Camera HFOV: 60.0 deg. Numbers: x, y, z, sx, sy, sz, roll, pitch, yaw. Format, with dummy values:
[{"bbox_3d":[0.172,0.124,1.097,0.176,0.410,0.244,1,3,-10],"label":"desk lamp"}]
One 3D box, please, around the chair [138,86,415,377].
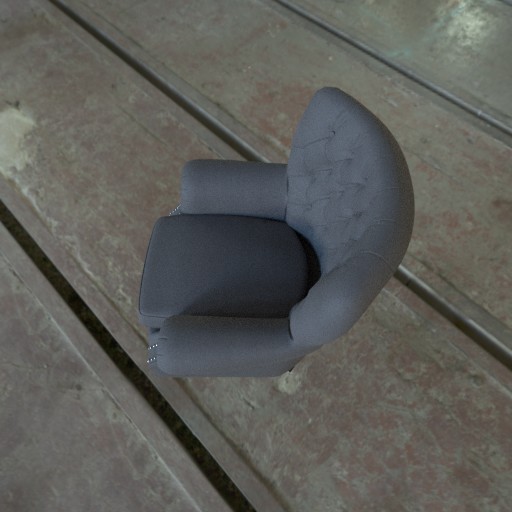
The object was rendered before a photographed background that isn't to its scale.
[{"bbox_3d":[0.000,0.000,1.815,0.983,1.046,0.983,1,59,1],"label":"chair"}]
